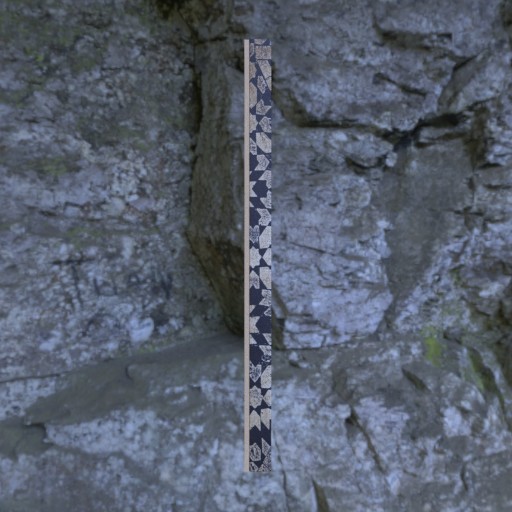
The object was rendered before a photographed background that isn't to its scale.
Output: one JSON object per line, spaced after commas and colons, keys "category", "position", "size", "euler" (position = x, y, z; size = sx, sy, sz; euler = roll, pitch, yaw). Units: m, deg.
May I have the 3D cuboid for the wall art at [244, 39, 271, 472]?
{"category": "wall art", "position": [0.000, 0.000, 0.931], "size": [0.038, 0.612, 0.612], "euler": [0, 0, 0]}
